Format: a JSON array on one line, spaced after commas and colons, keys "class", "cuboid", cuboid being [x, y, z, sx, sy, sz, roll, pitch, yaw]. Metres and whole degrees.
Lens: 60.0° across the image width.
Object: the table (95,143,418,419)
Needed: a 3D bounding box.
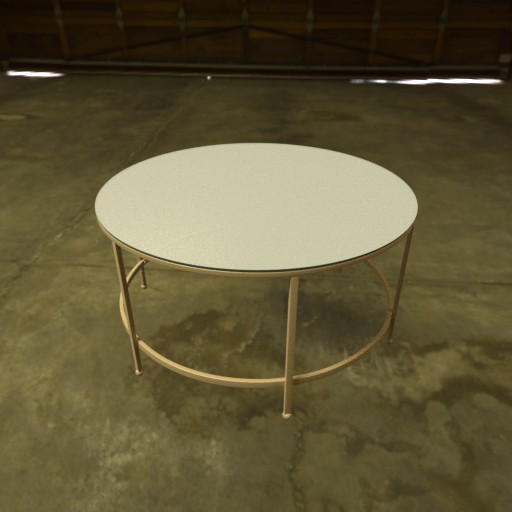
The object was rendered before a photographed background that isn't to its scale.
[{"class": "table", "cuboid": [0.000, 0.000, 1.430, 0.914, 0.470, 0.914, 0, 31, 0]}]
